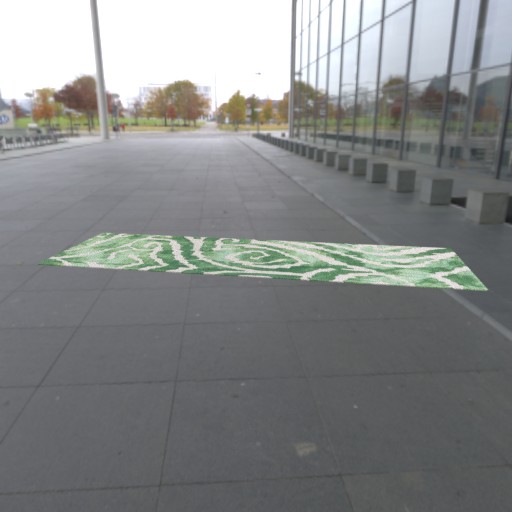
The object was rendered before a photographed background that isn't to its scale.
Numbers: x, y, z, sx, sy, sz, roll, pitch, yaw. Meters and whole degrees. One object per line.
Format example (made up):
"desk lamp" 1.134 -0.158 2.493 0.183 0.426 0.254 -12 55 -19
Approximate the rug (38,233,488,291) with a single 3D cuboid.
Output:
"rug" 0.000 0.000 2.723 2.438 0.006 0.761 3 17 10
